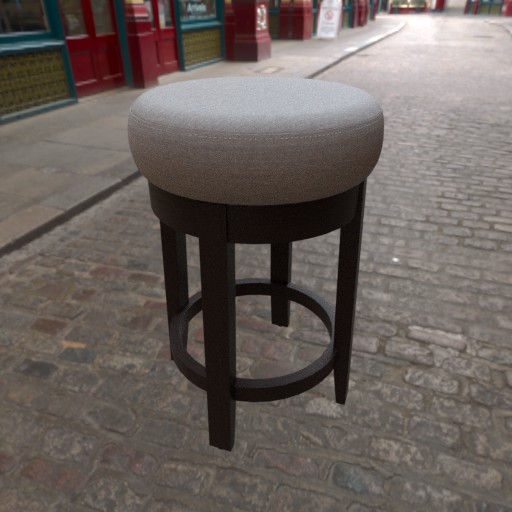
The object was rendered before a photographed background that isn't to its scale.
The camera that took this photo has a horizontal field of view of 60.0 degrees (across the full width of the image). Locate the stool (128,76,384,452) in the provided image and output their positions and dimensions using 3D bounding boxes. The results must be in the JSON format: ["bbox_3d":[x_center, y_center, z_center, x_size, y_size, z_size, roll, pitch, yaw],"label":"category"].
[{"bbox_3d":[0.000,0.000,0.920,0.443,0.672,0.443,0,29,0],"label":"stool"}]
